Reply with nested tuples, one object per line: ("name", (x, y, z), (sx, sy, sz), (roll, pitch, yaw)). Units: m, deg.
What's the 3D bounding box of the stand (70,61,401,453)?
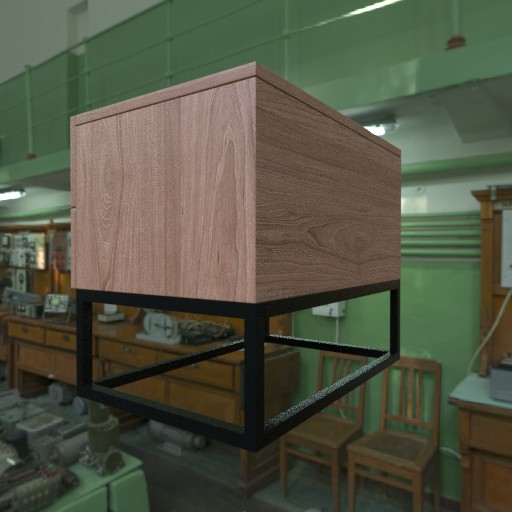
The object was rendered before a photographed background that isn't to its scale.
("stand", (0.000, 0.000, 0.928), (0.420, 0.500, 0.600), (0, 1, 35))
